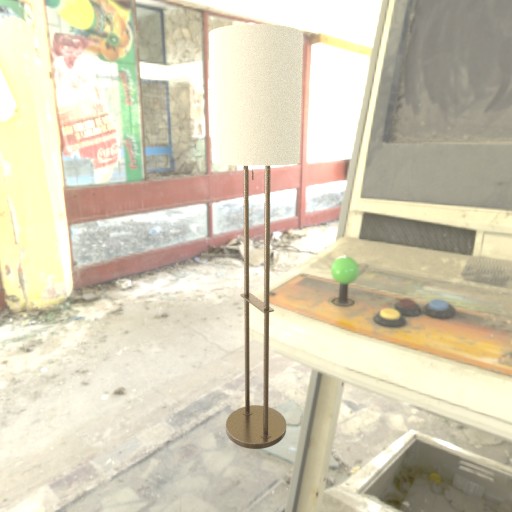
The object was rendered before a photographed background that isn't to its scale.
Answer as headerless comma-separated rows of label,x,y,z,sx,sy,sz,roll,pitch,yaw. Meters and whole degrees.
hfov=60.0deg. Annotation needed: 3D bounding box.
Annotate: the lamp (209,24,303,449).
lamp,0.000,0.000,1.649,0.305,1.500,0.306,-8,18,-26
